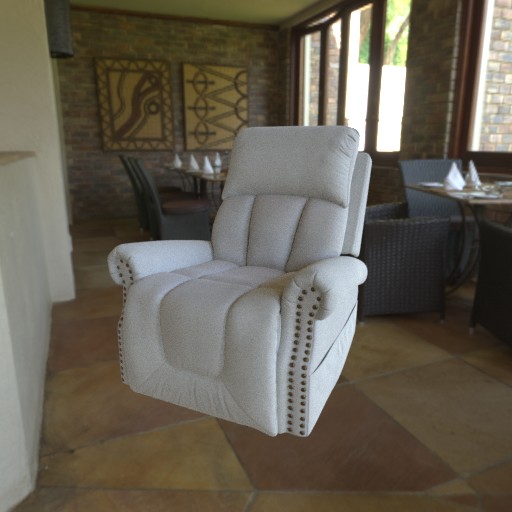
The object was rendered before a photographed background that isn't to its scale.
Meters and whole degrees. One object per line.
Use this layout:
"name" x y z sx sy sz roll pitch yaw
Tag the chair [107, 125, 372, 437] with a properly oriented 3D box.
"chair" 0.000 0.000 1.785 0.871 1.031 0.979 7 16 26
